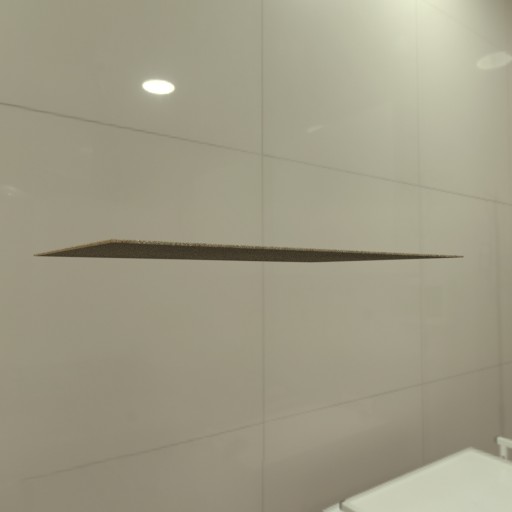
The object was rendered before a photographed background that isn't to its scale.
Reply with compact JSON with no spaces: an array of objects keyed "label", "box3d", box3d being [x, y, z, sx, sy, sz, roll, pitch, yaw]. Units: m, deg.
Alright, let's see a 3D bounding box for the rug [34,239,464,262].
[{"label":"rug","box3d":[0.000,0.000,2.966,2.448,0.012,1.540,2,-3,-36]}]
